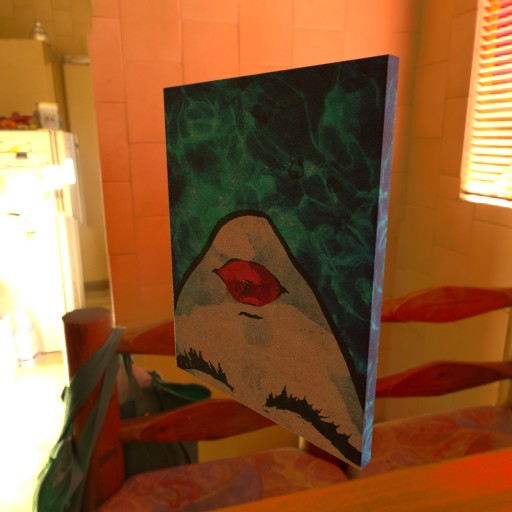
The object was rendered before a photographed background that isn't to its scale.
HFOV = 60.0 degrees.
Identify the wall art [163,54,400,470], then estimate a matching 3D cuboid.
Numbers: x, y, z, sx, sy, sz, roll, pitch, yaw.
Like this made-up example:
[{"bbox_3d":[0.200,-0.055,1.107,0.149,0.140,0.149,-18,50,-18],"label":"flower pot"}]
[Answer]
[{"bbox_3d":[0.000,0.000,1.000,0.609,0.760,0.038,13,19,42],"label":"wall art"}]
